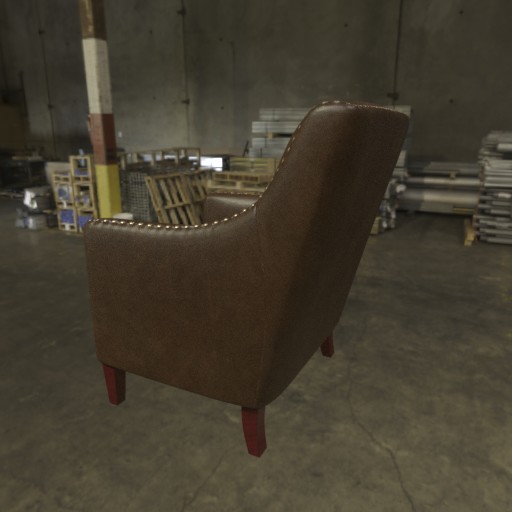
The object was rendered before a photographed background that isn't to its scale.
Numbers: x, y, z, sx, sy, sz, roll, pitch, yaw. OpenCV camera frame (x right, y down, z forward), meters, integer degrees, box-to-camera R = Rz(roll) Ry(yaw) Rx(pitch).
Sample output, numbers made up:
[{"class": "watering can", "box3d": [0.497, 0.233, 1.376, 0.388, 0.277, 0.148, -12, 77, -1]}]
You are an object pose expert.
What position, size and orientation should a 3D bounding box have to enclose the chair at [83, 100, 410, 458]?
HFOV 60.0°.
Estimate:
[{"class": "chair", "box3d": [0.000, 0.000, 1.267, 0.704, 0.813, 0.639, 8, 18, 26]}]
